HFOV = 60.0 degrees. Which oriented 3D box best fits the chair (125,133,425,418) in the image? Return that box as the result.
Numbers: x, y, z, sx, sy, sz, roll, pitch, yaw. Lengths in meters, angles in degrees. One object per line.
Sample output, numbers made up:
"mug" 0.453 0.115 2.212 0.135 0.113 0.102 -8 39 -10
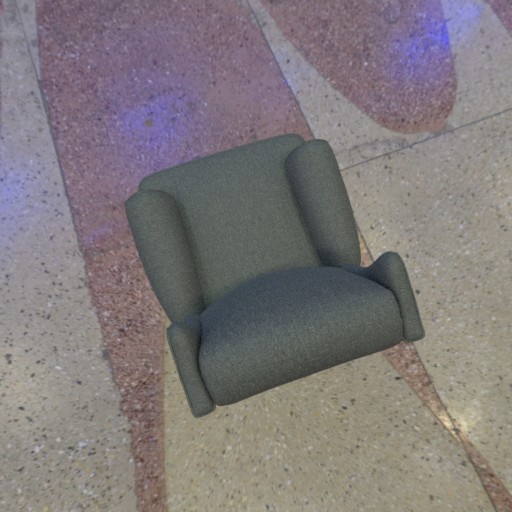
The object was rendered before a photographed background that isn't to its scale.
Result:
"chair" 0.000 0.000 1.708 0.847 1.011 0.969 -18 74 -5
